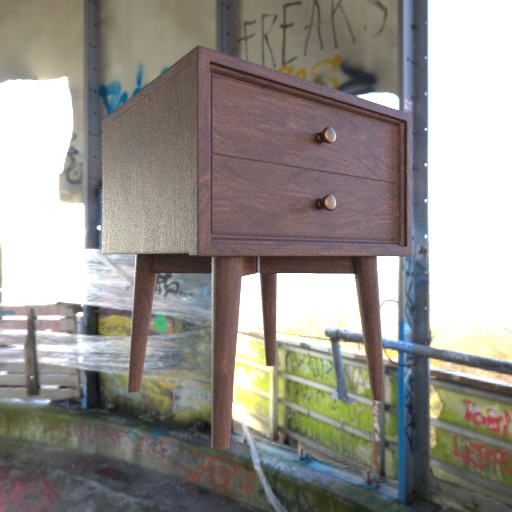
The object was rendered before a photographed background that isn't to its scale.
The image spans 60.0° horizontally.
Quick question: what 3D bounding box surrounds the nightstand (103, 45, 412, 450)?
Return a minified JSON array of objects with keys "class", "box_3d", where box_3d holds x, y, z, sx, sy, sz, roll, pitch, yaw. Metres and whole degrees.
[{"class":"nightstand","box_3d":[0.000,0.000,0.961,0.521,0.607,0.445,0,0,-37]}]
